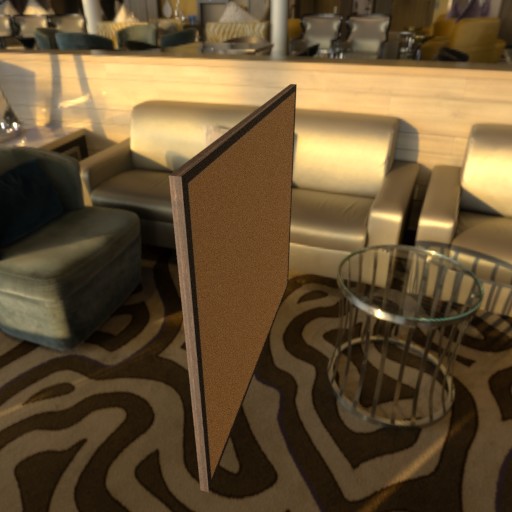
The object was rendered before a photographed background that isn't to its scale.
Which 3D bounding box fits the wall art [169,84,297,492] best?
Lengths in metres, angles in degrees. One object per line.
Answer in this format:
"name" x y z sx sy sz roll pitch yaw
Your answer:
"wall art" 0.000 0.000 1.398 0.023 0.875 1.033 8 30 13
